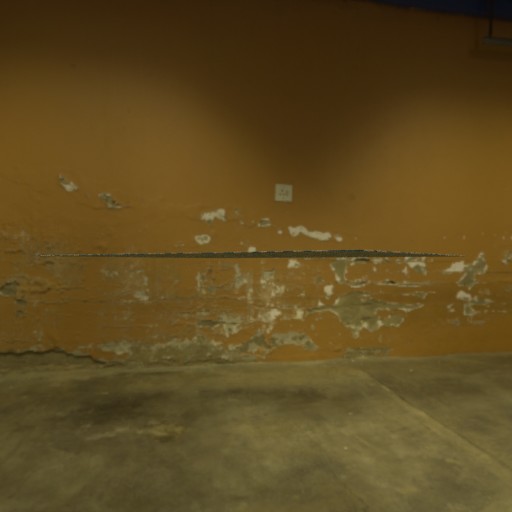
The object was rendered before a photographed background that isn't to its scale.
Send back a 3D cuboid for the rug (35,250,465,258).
[{"bbox_3d":[0.000,0.000,3.951,3.007,0.007,2.435,-1,-1,36],"label":"rug"}]
